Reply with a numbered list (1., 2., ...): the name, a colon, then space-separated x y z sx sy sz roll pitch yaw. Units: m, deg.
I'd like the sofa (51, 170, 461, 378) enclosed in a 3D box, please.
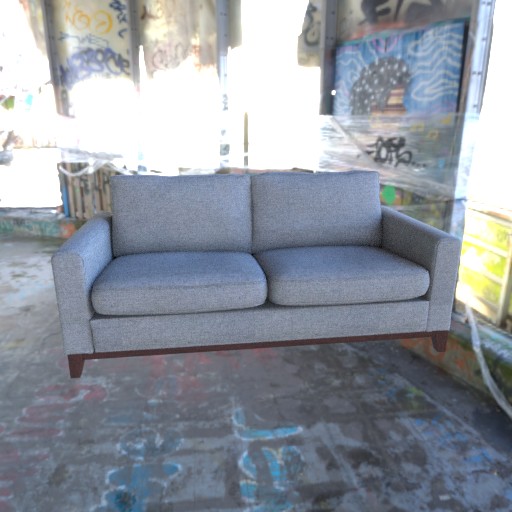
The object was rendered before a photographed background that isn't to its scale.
1. sofa: 0.000 0.000 2.549 1.978 0.892 0.969 -2 17 -7
